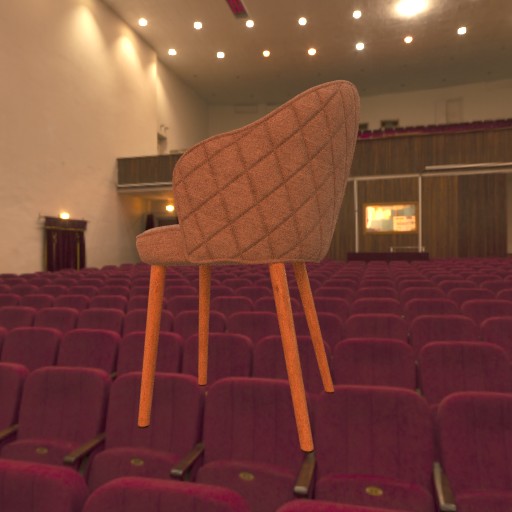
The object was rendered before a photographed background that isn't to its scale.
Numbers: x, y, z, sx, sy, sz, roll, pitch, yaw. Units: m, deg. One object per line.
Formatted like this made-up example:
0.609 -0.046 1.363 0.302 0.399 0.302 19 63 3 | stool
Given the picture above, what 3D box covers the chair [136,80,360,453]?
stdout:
0.000 0.000 1.153 0.530 0.800 0.540 0 -1 16 | chair
